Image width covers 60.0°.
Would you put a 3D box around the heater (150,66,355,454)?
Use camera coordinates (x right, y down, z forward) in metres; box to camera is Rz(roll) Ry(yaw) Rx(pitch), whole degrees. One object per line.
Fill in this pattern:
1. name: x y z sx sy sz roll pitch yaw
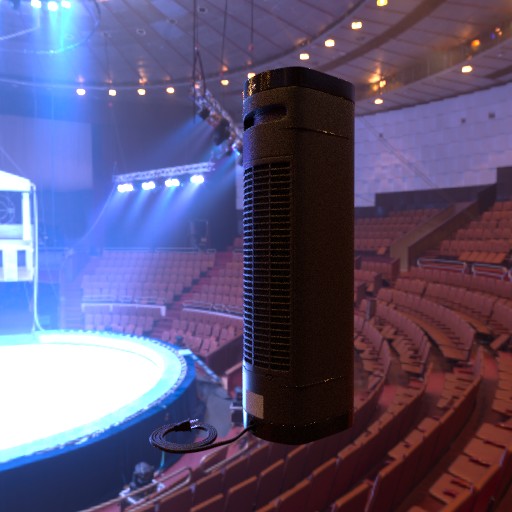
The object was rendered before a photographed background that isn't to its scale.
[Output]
1. heater: 0.000 0.000 0.698 0.312 0.552 0.174 -1 1 -37
